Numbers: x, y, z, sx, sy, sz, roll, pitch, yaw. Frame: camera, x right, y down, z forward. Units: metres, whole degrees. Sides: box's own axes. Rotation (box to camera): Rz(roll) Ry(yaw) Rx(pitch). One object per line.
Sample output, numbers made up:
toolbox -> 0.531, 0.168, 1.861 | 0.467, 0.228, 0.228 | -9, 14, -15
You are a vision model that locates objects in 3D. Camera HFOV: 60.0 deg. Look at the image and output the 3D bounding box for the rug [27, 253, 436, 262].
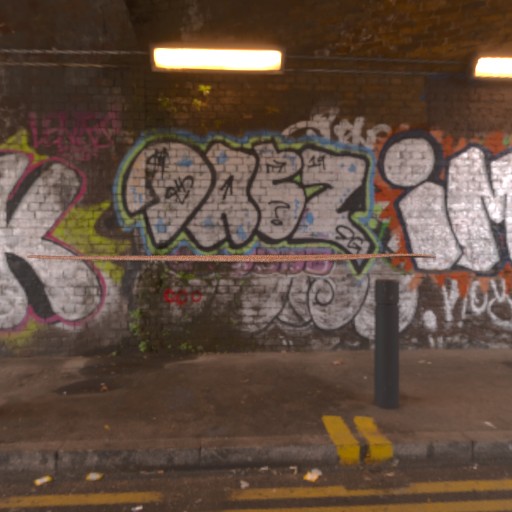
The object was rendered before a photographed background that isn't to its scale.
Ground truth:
rug -> 0.000, 0.000, 4.138 | 2.453, 0.043, 3.052 | 0, 0, 37
